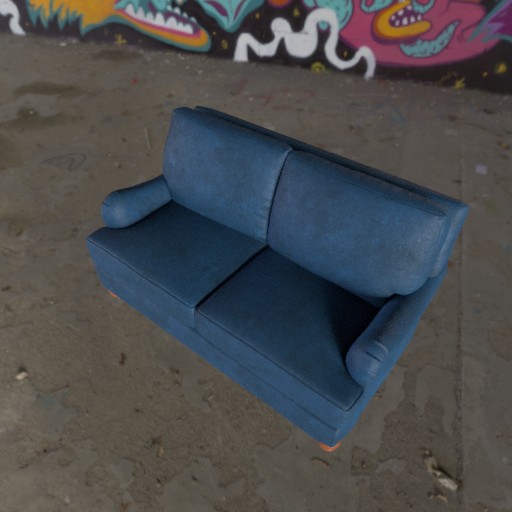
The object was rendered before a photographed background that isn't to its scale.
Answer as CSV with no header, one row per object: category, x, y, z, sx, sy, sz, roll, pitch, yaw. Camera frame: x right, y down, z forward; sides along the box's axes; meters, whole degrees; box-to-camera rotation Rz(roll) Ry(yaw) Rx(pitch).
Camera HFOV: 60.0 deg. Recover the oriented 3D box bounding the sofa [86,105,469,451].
sofa,0.000,0.000,2.523,1.853,1.101,1.084,28,50,27
